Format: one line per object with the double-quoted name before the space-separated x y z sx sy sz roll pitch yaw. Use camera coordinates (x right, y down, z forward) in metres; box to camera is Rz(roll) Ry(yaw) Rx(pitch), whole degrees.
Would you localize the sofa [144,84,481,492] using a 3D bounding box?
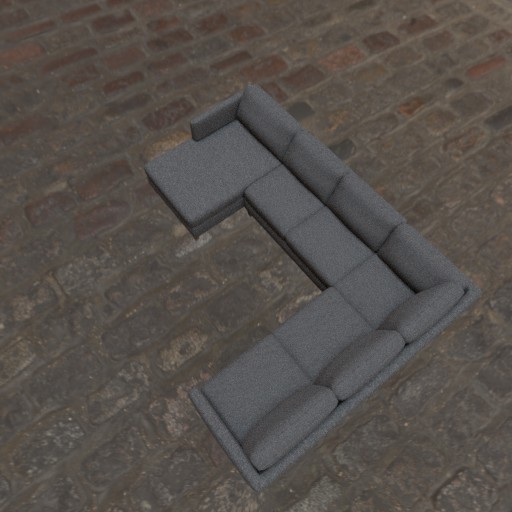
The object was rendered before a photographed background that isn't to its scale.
"sofa" 0.000 0.000 4.302 2.551 0.853 3.238 -35 68 -16
